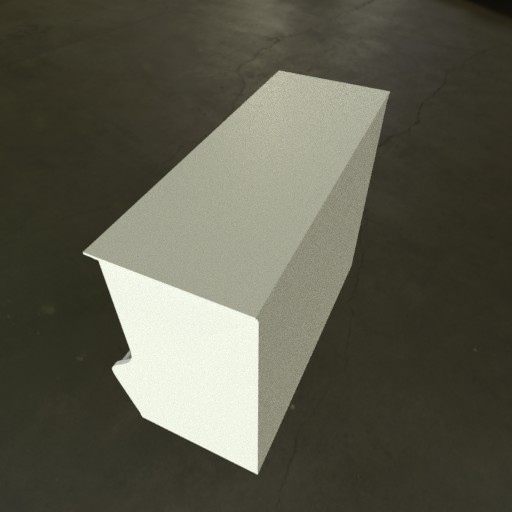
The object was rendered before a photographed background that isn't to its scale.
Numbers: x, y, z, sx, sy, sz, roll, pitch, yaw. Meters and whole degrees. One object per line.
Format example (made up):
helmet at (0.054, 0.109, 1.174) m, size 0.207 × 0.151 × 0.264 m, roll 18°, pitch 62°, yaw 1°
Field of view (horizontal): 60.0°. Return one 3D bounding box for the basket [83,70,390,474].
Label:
basket at (0.000, 0.000, 1.147) m, size 0.376 × 0.625 × 0.792 m, roll 18°, pitch 48°, yaw 18°
